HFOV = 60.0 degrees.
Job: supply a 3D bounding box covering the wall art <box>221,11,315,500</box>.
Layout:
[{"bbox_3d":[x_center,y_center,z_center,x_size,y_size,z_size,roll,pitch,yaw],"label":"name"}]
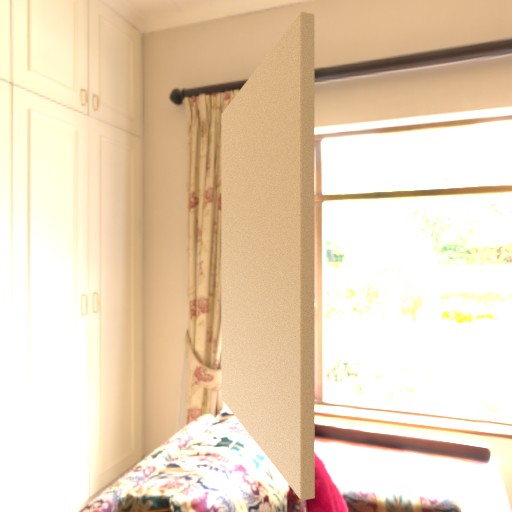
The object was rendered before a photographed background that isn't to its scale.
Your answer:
[{"bbox_3d":[0.000,0.000,1.458,0.038,1.183,0.808,0,0,-18],"label":"wall art"}]
